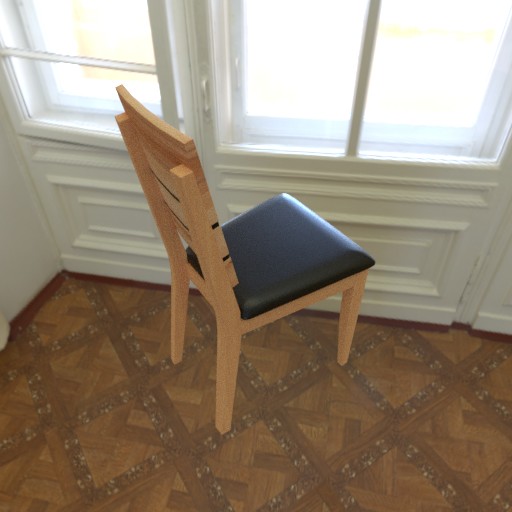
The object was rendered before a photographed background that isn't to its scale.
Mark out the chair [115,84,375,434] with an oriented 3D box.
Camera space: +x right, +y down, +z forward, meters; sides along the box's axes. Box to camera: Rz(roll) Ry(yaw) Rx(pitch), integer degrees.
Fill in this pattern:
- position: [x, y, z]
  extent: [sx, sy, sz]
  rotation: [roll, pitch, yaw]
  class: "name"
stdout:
- position: [0.000, 0.000, 1.212]
  extent: [0.520, 0.940, 0.410]
  rotation: [-25, 47, -25]
  class: "chair"
